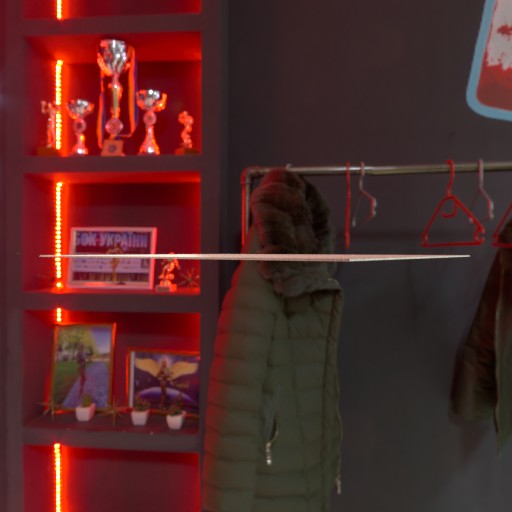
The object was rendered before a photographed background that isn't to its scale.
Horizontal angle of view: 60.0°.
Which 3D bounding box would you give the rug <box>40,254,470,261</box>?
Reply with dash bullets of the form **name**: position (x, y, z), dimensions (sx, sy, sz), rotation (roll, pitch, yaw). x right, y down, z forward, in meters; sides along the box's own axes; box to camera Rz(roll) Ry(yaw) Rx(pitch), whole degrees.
- **rug**: position (0.000, 0.000, 3.406), dimensions (2.584, 0.011, 2.073), rotation (0, 1, 38)
